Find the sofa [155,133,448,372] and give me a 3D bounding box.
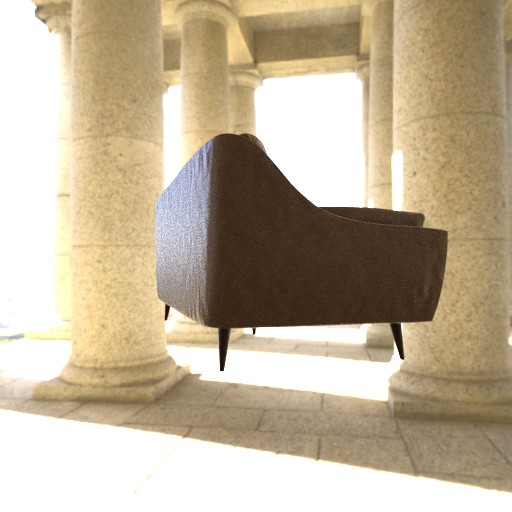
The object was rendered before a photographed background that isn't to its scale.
[{"bbox_3d":[0.000,0.000,2.379,0.904,0.839,1.902,0,-1,-19],"label":"sofa"}]
